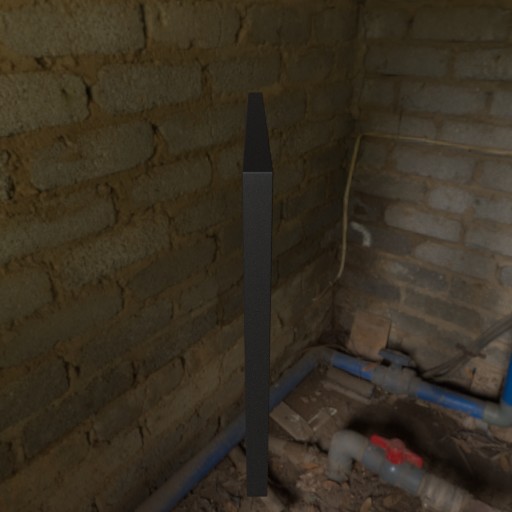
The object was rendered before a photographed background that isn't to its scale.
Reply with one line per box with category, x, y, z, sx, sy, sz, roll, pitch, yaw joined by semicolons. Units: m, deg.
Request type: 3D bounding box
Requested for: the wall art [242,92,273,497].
wall art;0.000;0.000;0.753;0.029;0.458;0.559;0;27;0
